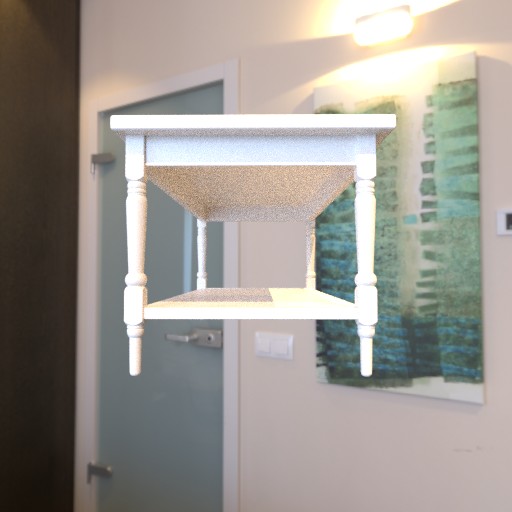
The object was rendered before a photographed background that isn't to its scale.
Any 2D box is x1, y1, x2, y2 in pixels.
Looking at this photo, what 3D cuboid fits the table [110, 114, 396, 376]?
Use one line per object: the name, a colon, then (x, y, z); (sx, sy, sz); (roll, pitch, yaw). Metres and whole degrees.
table: (0.000, 0.000, 1.396); (0.550, 0.510, 1.107); (0, -2, 1)
